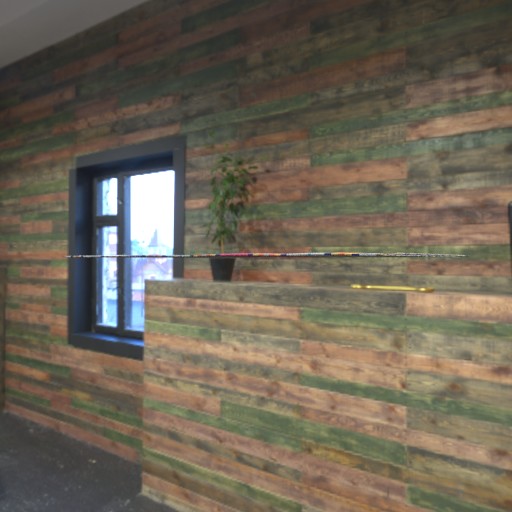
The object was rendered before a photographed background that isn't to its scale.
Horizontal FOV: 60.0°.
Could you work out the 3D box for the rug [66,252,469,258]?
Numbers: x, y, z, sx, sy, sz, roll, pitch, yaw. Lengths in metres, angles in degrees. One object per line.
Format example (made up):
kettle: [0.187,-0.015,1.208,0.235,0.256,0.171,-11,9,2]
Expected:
rug: [0.000,0.000,2.276,1.849,0.013,1.084,0,-1,36]
